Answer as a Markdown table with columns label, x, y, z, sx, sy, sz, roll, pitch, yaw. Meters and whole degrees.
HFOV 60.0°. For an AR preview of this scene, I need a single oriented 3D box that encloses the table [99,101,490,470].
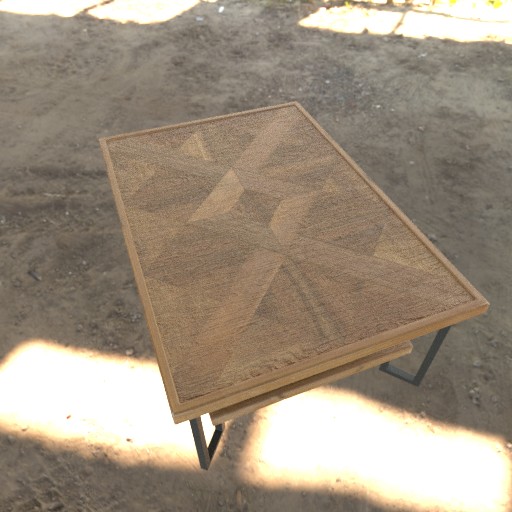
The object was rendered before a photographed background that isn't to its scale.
| label | x | y | z | sx | sy | sz | roll | pitch | yaw |
| --- | --- | --- | --- | --- | --- | --- | --- | --- | --- |
| table | 0.000 | 0.000 | 1.661 | 0.877 | 0.492 | 1.238 | -16 | 48 | -15 |
